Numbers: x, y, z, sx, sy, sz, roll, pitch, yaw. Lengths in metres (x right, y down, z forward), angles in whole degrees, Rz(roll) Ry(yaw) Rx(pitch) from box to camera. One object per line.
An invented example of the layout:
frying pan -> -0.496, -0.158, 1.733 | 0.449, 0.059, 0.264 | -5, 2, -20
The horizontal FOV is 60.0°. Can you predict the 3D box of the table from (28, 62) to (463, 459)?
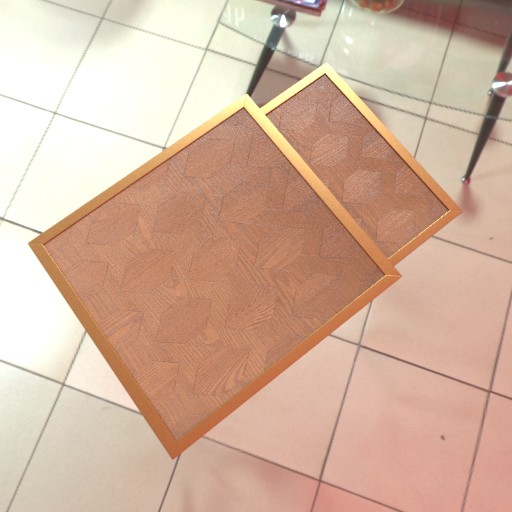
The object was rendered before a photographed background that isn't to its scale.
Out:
table -> 0.000, 0.000, 1.131 | 0.762, 0.505, 0.505 | -37, 80, -8
